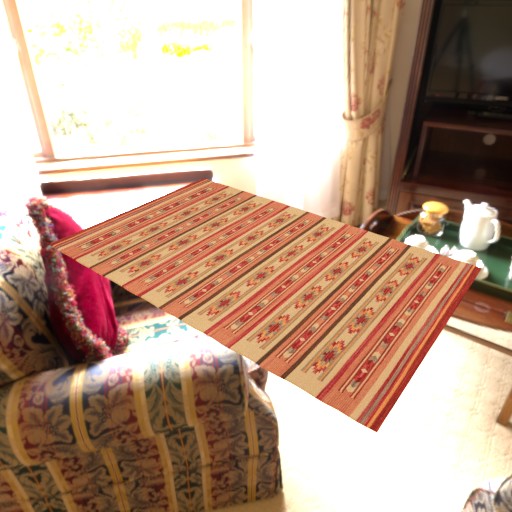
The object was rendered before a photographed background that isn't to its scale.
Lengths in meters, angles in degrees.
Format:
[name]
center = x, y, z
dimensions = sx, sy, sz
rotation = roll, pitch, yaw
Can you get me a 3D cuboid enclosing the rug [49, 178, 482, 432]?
[rug]
center = 0.000, 0.000, 2.930
dimensions = 2.431, 0.010, 1.535
rotation = 23, 38, 32
